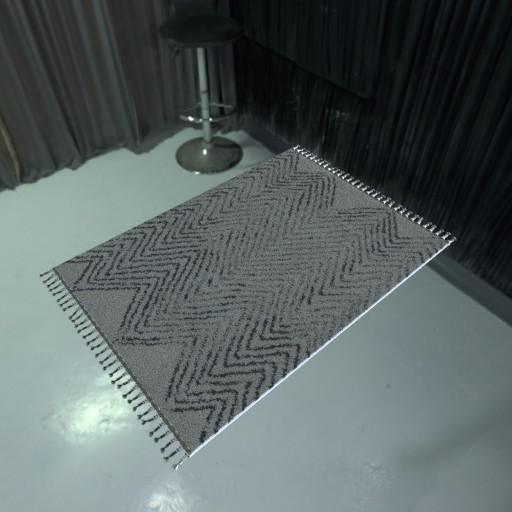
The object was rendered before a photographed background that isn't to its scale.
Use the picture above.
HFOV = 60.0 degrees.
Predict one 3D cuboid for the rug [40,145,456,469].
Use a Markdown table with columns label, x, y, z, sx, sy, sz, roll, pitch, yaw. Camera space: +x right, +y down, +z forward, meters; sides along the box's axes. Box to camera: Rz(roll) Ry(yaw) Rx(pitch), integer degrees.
| label | x | y | z | sx | sy | sz | roll | pitch | yaw |
| --- | --- | --- | --- | --- | --- | --- | --- | --- | --- |
| rug | 0.000 | 0.000 | 2.311 | 1.847 | 0.014 | 1.230 | -32 | 54 | -27 |
